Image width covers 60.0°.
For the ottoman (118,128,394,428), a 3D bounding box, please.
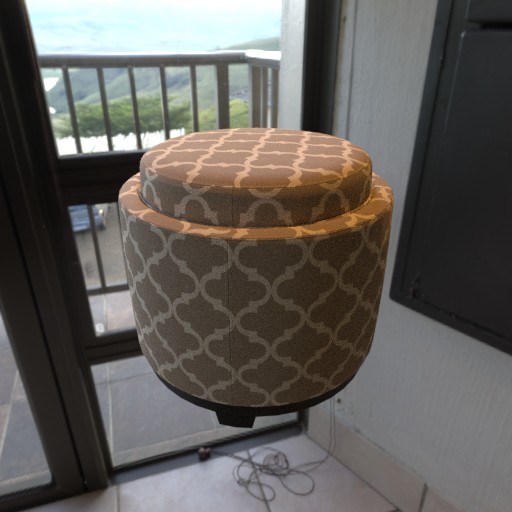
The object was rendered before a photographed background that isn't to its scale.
[{"bbox_3d":[0.000,0.000,0.852,0.480,0.429,0.480,0,27,0],"label":"ottoman"}]
